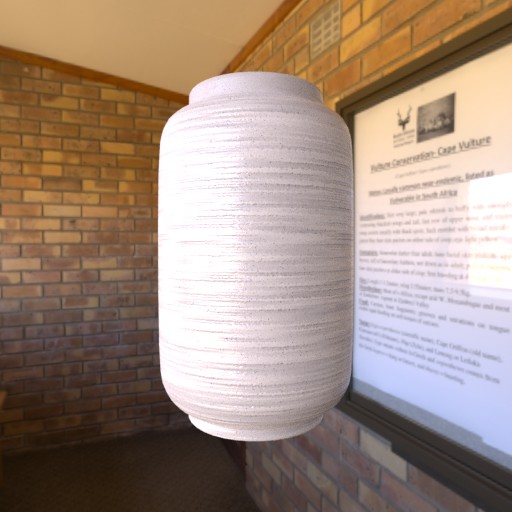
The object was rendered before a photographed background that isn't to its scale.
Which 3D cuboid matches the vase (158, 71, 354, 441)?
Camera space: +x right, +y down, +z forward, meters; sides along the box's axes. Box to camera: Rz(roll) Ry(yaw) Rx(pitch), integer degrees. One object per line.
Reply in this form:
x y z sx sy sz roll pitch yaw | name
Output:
0.000 0.000 0.469 0.202 0.335 0.202 0 1 0 | vase
